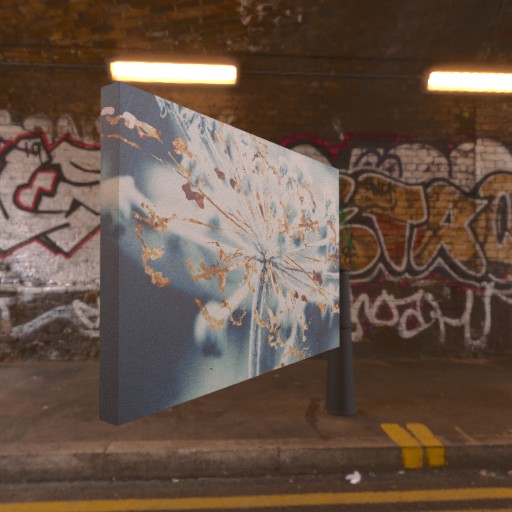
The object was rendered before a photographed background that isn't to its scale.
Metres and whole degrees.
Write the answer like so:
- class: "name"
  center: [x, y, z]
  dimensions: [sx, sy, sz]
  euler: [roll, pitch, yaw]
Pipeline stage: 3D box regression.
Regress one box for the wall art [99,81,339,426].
- class: "wall art"
  center: [0.000, 0.000, 0.778]
  dimensions: [0.036, 0.405, 0.607]
  euler: [-1, -1, 35]
